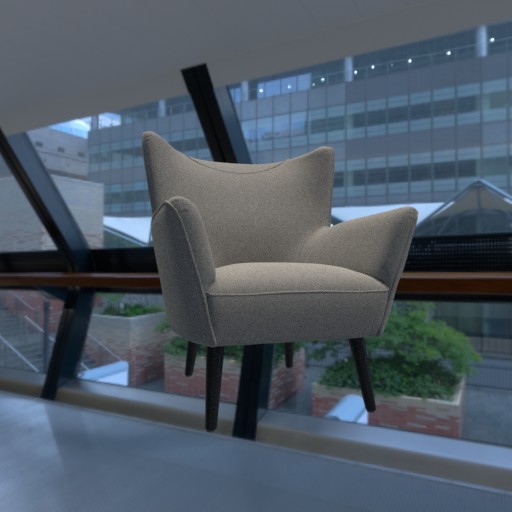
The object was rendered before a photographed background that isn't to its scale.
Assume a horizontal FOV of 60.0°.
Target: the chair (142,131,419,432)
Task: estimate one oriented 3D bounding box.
[{"bbox_3d":[0.000,0.000,1.598,0.781,0.933,0.888,0,0,-18],"label":"chair"}]
